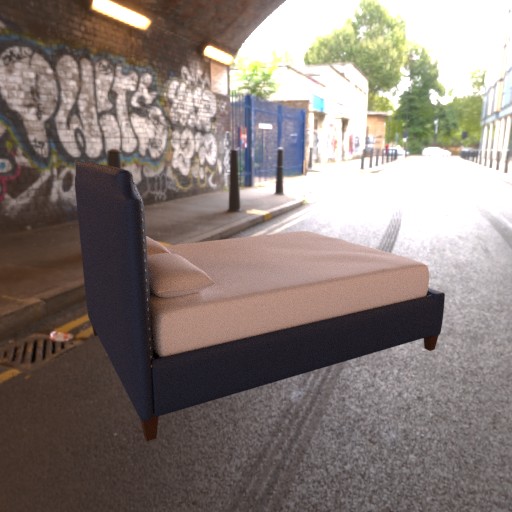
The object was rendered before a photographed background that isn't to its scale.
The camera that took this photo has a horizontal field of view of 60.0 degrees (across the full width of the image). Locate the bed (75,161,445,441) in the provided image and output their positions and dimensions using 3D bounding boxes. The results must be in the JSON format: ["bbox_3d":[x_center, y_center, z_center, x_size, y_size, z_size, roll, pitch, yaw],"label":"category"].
[{"bbox_3d":[0.000,0.000,3.447,2.372,1.443,1.712,-8,16,-28],"label":"bed"}]
